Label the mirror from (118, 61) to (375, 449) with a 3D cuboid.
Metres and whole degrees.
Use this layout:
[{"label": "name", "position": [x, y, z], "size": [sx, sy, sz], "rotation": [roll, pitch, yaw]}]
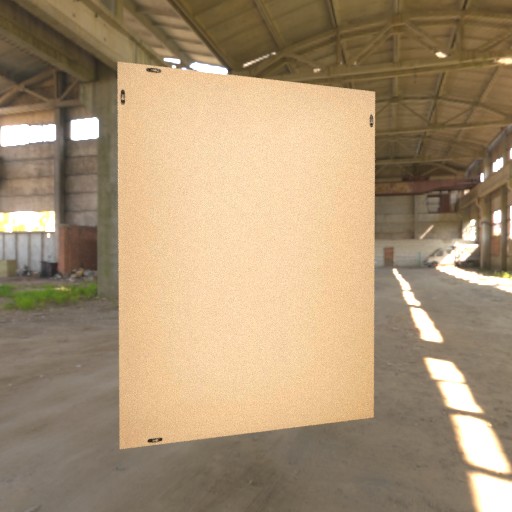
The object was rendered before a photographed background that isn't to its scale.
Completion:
[{"label": "mirror", "position": [0.000, 0.000, 1.286], "size": [0.762, 1.016, 0.041], "rotation": [0, 1, -17]}]
